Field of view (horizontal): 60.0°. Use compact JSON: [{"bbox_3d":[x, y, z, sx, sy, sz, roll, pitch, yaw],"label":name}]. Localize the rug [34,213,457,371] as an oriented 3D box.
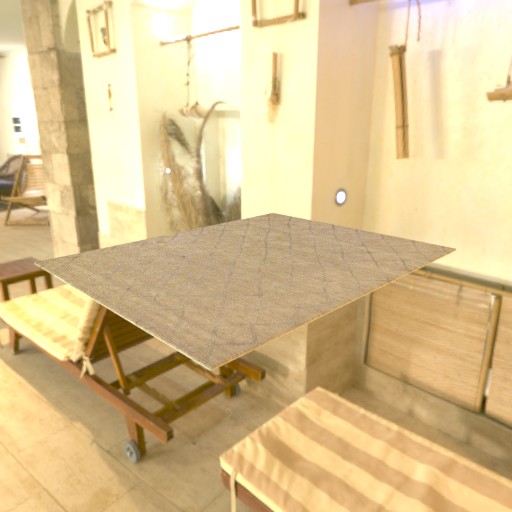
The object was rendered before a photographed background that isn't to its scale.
[{"bbox_3d":[0.000,0.000,4.059,3.038,0.019,2.420,-16,24,-42],"label":"rug"}]
